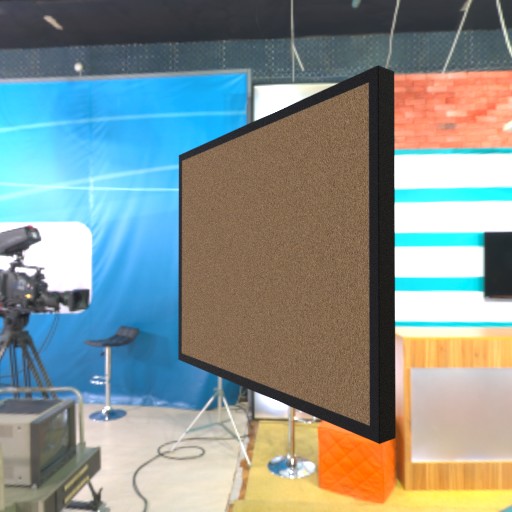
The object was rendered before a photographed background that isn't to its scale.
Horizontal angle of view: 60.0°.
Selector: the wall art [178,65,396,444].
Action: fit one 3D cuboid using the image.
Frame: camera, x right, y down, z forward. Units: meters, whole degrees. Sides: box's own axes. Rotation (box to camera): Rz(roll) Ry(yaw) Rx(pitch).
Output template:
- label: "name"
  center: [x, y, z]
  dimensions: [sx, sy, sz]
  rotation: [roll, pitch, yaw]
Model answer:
- label: "wall art"
  center: [0.000, 0.000, 0.766]
  dimensions: [0.030, 0.454, 0.554]
  rotation: [0, -1, -35]
